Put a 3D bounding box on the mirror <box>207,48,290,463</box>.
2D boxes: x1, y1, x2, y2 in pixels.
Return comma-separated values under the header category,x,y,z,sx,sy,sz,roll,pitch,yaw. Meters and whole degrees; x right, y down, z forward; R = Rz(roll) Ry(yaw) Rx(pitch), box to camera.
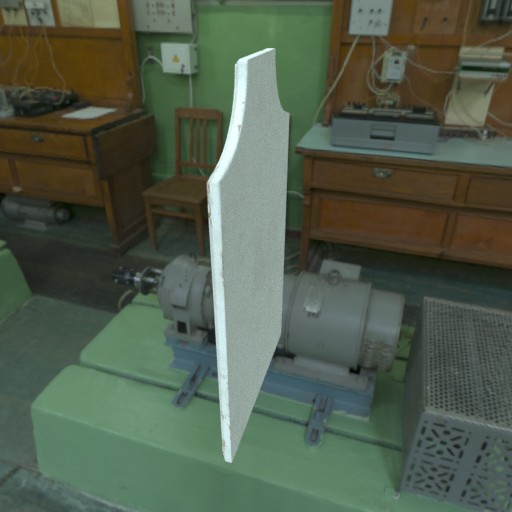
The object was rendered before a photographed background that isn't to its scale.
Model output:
category,x,y,z,sx,sy,sz,roll,pitch,yaw
mirror,0.000,0.000,0.858,0.022,0.717,0.403,9,32,14
